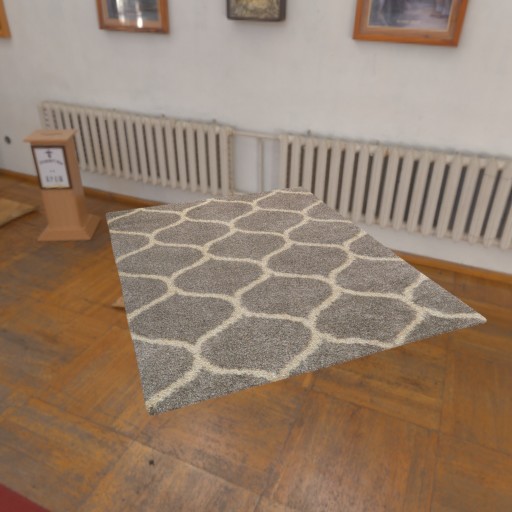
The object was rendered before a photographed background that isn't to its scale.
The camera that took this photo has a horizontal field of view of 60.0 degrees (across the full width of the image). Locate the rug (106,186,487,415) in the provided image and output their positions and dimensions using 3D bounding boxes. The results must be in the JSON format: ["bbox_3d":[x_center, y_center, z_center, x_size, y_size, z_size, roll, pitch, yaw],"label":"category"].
[{"bbox_3d":[0.000,0.000,4.007,2.399,0.026,3.000,-10,30,-18],"label":"rug"}]
